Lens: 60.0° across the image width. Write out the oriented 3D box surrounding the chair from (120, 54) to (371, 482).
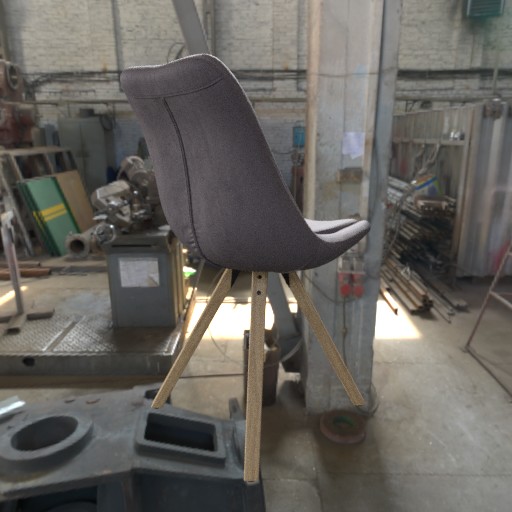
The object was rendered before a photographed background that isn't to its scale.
[{"bbox_3d":[0.000,0.000,1.127,0.547,0.865,0.483,-15,21,-43],"label":"chair"}]
